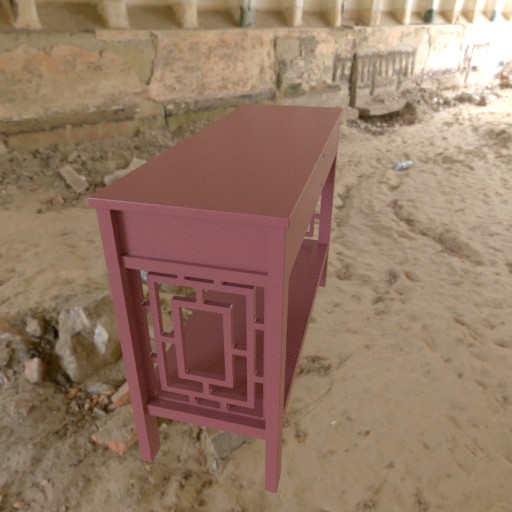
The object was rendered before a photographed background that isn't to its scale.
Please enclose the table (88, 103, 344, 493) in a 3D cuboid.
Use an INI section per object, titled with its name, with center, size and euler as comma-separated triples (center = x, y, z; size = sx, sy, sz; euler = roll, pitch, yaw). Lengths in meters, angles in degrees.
[table]
center = 0.000, 0.000, 1.422
size = 0.397, 0.753, 1.068
euler = 7, 29, 13
